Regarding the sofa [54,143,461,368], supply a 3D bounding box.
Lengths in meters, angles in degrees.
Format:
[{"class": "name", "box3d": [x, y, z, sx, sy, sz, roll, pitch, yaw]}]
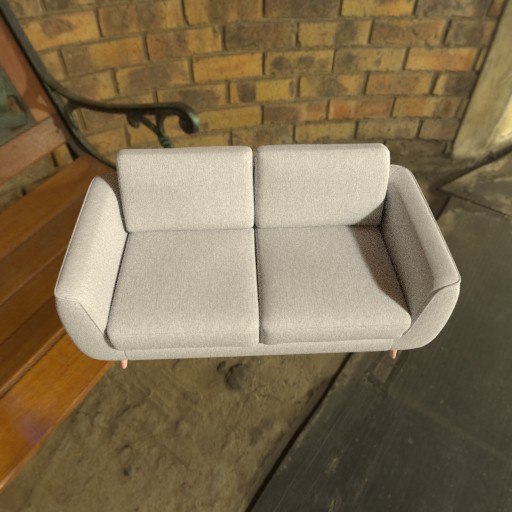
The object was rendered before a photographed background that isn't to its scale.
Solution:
[{"class": "sofa", "box3d": [0.000, 0.000, 2.217, 1.700, 0.850, 0.920, -2, 46, -2]}]
